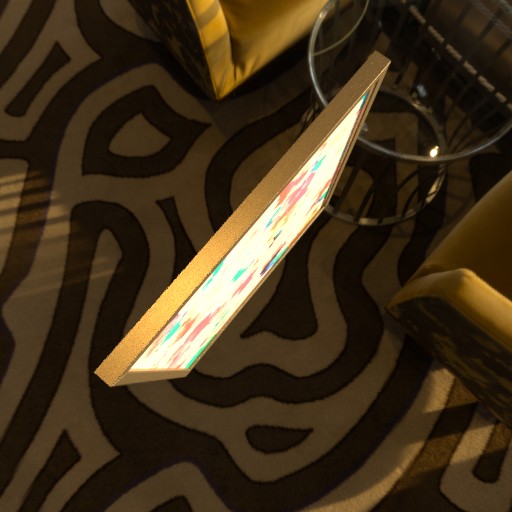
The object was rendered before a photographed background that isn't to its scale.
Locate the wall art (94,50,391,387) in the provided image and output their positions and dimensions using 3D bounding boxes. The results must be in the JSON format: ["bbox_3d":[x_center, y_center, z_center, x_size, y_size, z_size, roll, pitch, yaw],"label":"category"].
[{"bbox_3d":[0.000,0.000,1.142,0.036,0.765,0.767,38,79,9],"label":"wall art"}]
